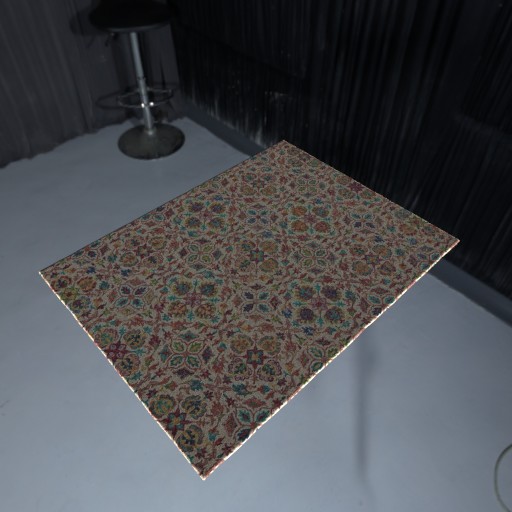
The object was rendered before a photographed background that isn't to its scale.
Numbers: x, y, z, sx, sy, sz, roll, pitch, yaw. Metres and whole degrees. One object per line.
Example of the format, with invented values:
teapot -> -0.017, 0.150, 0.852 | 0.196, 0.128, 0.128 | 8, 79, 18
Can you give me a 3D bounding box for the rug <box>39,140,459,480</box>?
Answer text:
rug -> 0.000, 0.000, 4.227 | 3.215, 0.020, 2.446 | -34, 56, -28
